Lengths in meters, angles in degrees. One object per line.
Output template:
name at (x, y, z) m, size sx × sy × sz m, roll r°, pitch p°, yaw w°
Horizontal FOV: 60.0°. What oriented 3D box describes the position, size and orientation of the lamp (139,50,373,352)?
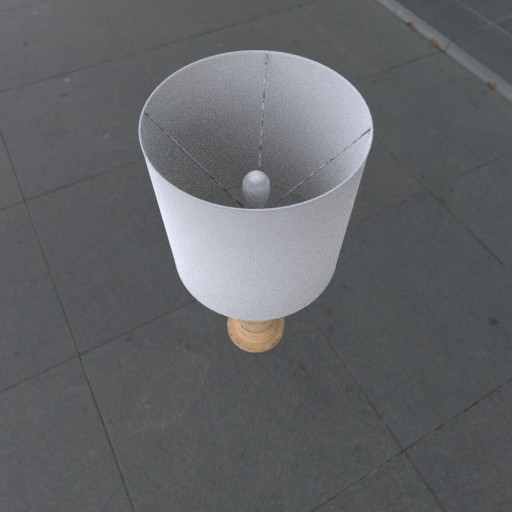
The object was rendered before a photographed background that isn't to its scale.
lamp at (0.000, 0.000, 0.589) m, size 0.208 × 0.455 × 0.208 m, roll -12°, pitch 58°, yaw -8°
